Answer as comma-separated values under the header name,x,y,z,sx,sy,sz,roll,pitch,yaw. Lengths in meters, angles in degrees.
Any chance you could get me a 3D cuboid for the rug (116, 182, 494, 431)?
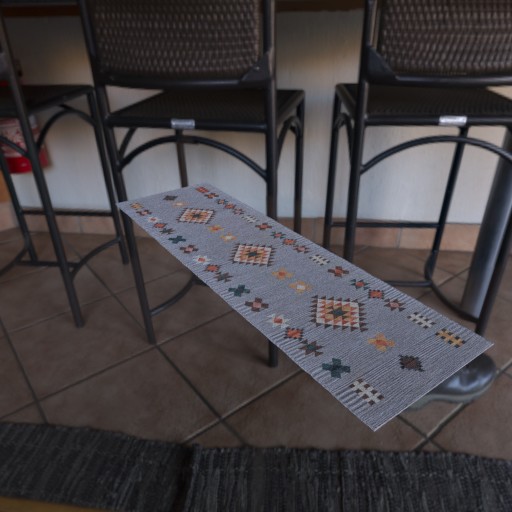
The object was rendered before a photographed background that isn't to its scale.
name,x,y,z,sx,sy,sz,roll,pitch,yaw
rug,0.000,0.000,2.565,0.766,0.008,2.432,-20,35,-31
